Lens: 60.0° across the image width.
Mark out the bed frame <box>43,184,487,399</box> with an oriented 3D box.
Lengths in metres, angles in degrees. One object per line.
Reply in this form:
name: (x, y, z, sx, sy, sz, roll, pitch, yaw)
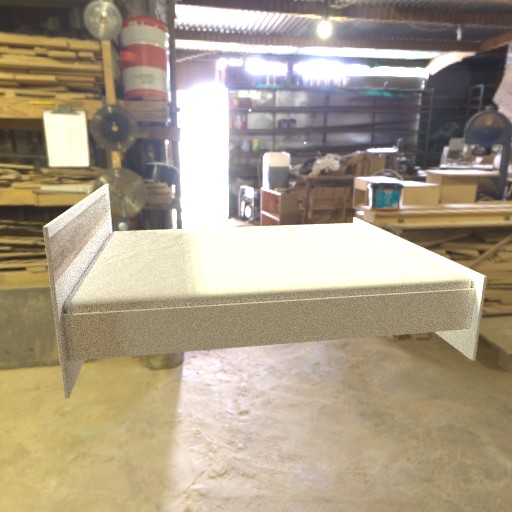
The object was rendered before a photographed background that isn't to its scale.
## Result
bed frame: (0.000, 0.000, 2.893, 2.060, 0.800, 1.720, -3, 15, -10)
